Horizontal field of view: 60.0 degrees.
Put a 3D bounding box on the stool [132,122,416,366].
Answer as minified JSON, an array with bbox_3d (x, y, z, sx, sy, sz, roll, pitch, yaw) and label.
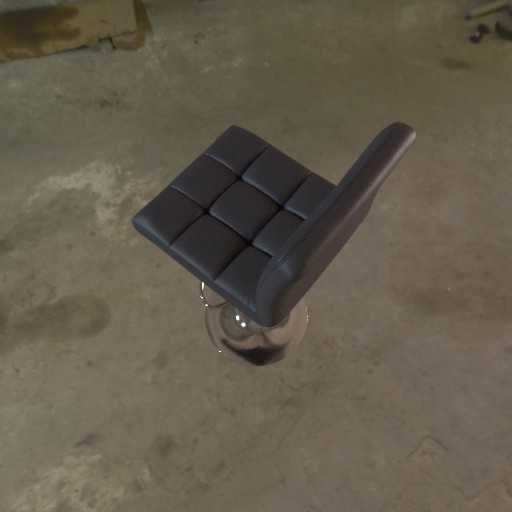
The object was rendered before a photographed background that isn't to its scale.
[{"bbox_3d":[0.000,0.000,1.343,0.505,1.115,0.430,35,69,16],"label":"stool"}]
